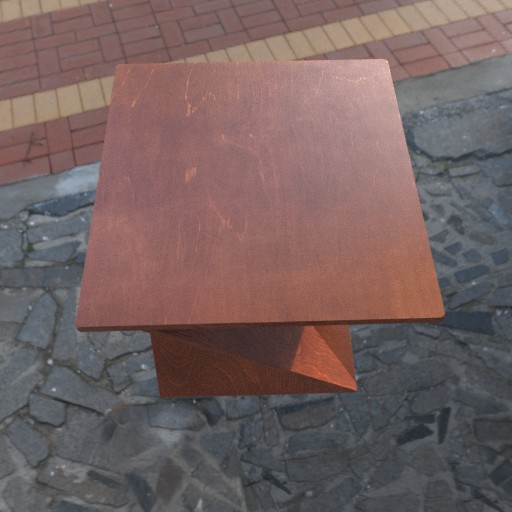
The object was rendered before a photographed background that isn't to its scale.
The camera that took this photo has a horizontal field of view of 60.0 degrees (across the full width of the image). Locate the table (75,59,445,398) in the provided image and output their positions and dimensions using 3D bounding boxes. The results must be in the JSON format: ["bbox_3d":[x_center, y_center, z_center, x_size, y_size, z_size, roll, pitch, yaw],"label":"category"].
[{"bbox_3d":[0.000,0.000,0.837,0.427,0.520,0.427,-1,64,-1],"label":"table"}]
